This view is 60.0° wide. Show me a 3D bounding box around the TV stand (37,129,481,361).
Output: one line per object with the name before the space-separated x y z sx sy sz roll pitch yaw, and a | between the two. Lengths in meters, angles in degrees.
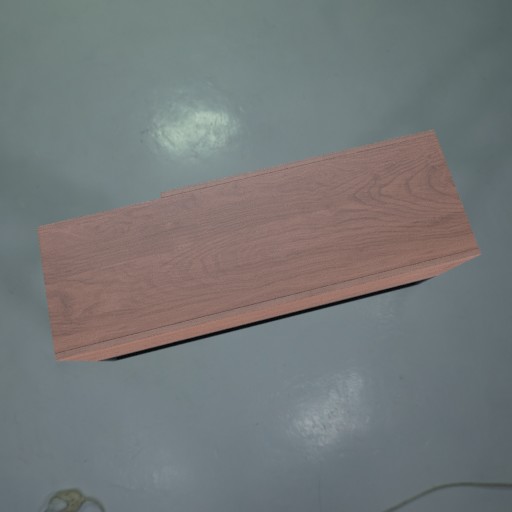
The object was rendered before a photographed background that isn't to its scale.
TV stand | 0.000 0.000 1.499 1.200 0.500 0.415 -14 77 -3
